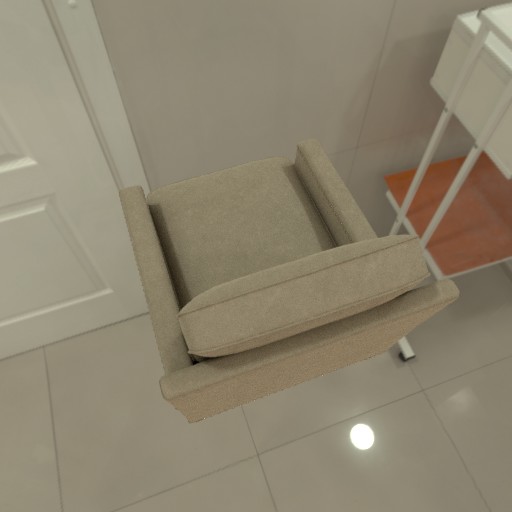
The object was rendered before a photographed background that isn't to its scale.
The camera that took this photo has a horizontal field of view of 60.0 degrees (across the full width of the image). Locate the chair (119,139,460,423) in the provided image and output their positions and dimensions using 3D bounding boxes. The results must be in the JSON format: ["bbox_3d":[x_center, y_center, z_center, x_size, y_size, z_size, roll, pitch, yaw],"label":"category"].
[{"bbox_3d":[0.000,0.000,1.676,0.853,0.943,1.014,-17,59,-10],"label":"chair"}]
